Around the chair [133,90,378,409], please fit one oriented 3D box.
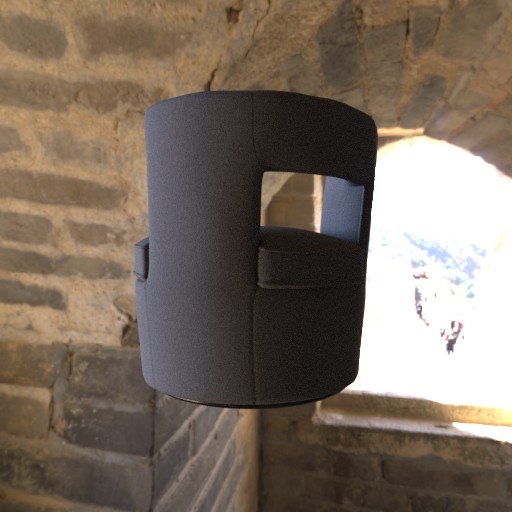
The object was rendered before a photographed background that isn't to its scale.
[{"bbox_3d":[0.000,0.000,1.273,0.689,0.719,0.660,0,0,-36],"label":"chair"}]
